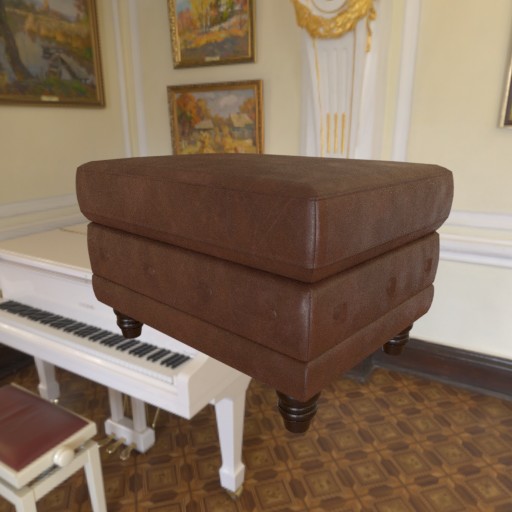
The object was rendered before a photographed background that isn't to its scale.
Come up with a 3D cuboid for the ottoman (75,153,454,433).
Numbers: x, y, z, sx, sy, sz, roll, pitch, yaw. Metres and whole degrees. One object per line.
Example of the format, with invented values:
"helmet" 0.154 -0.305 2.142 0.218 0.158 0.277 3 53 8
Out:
"ottoman" 0.000 0.000 1.181 0.795 0.509 0.588 14 22 41
